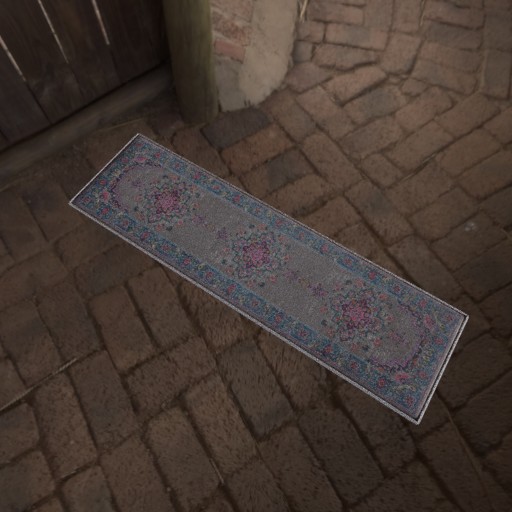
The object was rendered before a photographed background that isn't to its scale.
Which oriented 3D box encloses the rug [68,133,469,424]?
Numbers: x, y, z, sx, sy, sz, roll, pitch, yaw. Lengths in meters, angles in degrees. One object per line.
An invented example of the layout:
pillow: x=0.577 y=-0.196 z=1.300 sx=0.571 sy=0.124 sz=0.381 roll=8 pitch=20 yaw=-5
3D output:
rug: x=0.000 y=0.000 z=2.524 sx=2.297 sy=0.019 sz=0.659 roll=31 pitch=68 yaw=14
